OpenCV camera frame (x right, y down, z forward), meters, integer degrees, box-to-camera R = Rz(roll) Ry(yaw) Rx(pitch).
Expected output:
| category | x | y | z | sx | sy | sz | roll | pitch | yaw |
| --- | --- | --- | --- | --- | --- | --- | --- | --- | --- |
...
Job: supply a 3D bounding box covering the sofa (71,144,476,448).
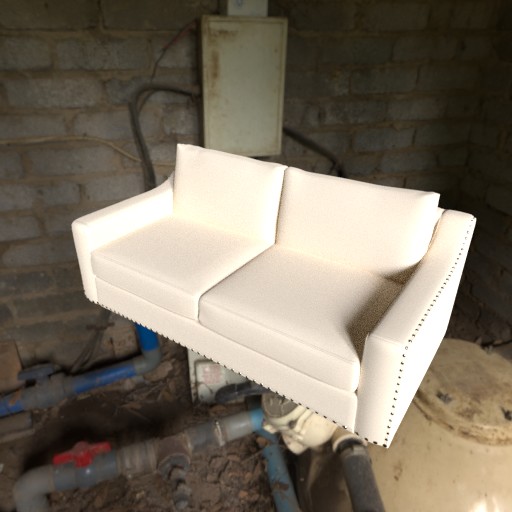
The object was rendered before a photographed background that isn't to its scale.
| category | x | y | z | sx | sy | sz | roll | pitch | yaw |
| --- | --- | --- | --- | --- | --- | --- | --- | --- | --- |
| sofa | 0.000 | 0.000 | 2.272 | 1.812 | 0.830 | 0.949 | 18 | 33 | 30 |
